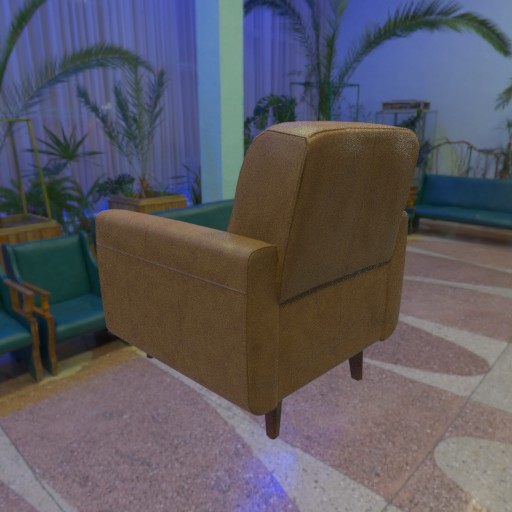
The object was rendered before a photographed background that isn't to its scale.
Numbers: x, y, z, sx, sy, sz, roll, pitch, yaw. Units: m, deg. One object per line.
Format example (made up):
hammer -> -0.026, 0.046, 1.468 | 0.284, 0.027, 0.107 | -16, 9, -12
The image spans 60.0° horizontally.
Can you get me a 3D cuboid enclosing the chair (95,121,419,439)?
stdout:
chair -> 0.000, 0.000, 1.675 | 0.845, 0.968, 0.942 | -15, 22, -42
